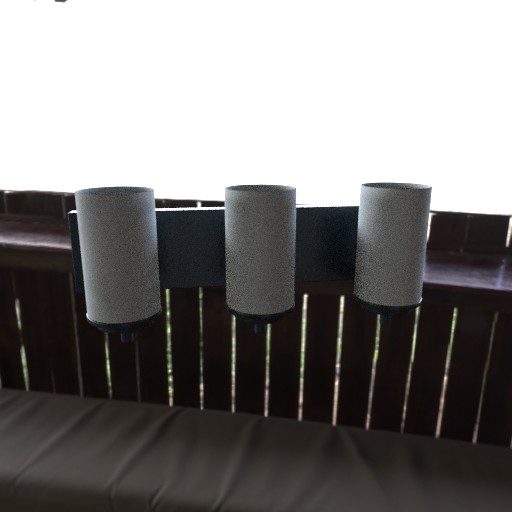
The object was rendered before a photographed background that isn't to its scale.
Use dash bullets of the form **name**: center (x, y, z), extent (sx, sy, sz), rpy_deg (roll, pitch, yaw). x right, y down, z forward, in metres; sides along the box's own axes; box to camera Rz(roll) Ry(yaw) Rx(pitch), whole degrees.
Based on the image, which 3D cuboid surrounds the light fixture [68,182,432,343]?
- **light fixture**: center (0.000, 0.000, 0.540), extent (0.451, 0.172, 0.145), rpy_deg (-2, 15, -9)
